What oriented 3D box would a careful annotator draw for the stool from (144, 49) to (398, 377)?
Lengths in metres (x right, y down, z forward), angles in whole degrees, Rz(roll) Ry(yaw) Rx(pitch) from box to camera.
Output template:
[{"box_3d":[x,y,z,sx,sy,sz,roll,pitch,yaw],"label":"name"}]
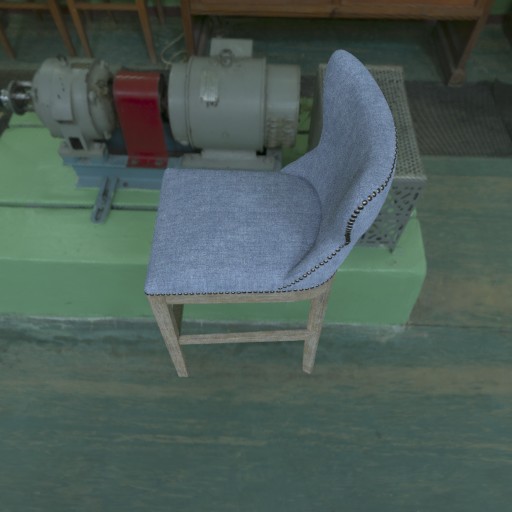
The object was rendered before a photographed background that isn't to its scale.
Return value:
[{"box_3d":[0.000,0.000,1.400,0.606,1.123,0.494,1,57,0],"label":"stool"}]
